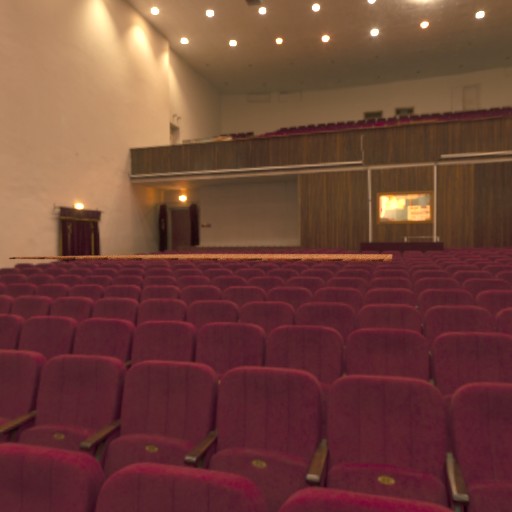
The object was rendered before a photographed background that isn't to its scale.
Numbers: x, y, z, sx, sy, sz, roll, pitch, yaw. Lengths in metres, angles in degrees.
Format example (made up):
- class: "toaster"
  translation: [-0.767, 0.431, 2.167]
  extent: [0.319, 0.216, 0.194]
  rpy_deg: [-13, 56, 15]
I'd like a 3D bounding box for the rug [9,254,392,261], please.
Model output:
- class: "rug"
  translation: [0.000, 0.000, 2.175]
  extent: [1.278, 0.009, 1.726]
  rpy_deg: [0, 1, 17]
